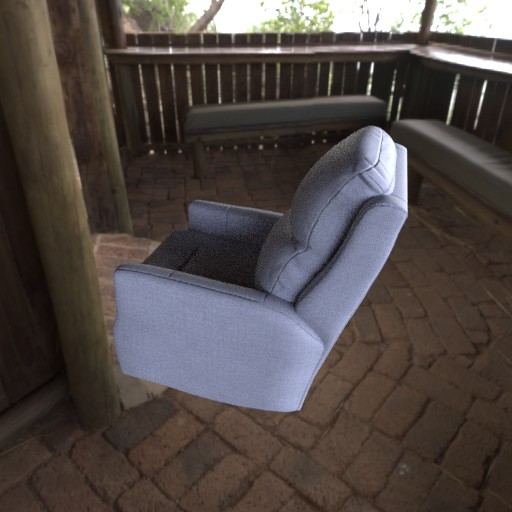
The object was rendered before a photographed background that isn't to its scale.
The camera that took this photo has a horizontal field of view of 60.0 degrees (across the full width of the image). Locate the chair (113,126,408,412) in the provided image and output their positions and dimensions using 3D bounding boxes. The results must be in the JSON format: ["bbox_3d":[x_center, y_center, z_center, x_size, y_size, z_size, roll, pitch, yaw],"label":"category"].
[{"bbox_3d":[0.000,0.000,1.841,1.080,1.030,0.829,8,30,14],"label":"chair"}]
